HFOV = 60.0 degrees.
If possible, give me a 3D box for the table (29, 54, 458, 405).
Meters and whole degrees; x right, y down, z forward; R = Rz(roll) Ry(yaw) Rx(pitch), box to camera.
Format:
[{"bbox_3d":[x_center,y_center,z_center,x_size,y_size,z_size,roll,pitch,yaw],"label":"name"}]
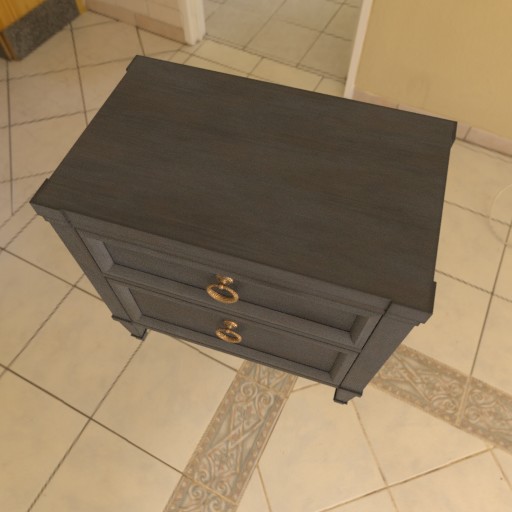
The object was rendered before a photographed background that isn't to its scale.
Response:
[{"bbox_3d":[0.000,0.000,1.062,0.660,0.660,0.413,15,60,9],"label":"table"}]
